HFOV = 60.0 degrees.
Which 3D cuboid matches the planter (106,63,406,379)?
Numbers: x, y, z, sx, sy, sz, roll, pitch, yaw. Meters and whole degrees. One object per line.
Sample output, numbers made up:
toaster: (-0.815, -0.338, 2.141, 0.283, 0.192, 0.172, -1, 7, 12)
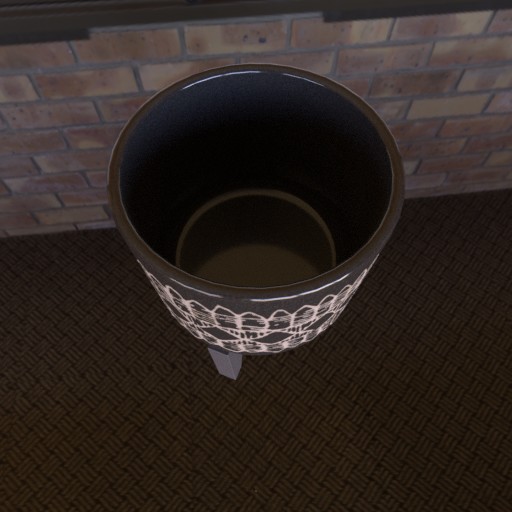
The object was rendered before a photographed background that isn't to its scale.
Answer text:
planter: (0.000, 0.000, 0.407, 0.196, 0.264, 0.196, -35, 67, -17)
